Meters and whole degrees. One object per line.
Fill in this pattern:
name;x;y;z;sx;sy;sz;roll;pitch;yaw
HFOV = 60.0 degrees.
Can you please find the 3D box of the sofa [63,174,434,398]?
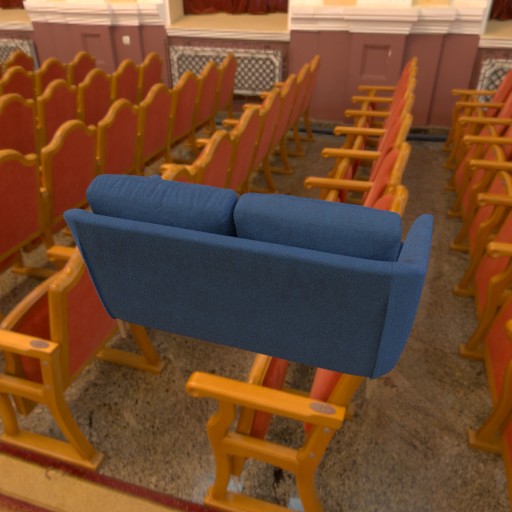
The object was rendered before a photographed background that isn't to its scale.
sofa;0.000;0.000;2.183;1.619;0.902;0.960;10;34;15
